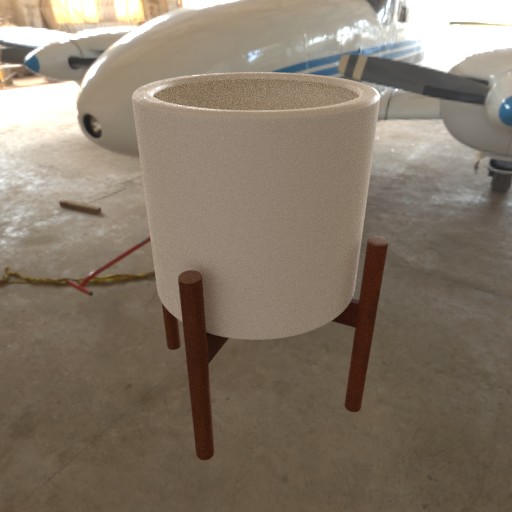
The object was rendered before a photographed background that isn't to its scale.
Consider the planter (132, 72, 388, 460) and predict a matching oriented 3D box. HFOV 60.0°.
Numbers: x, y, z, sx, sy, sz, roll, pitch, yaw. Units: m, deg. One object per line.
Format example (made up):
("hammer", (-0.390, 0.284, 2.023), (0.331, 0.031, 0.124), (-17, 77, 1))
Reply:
("planter", (0.000, 0.000, 0.498), (0.224, 0.358, 0.224), (-10, 31, -17))
